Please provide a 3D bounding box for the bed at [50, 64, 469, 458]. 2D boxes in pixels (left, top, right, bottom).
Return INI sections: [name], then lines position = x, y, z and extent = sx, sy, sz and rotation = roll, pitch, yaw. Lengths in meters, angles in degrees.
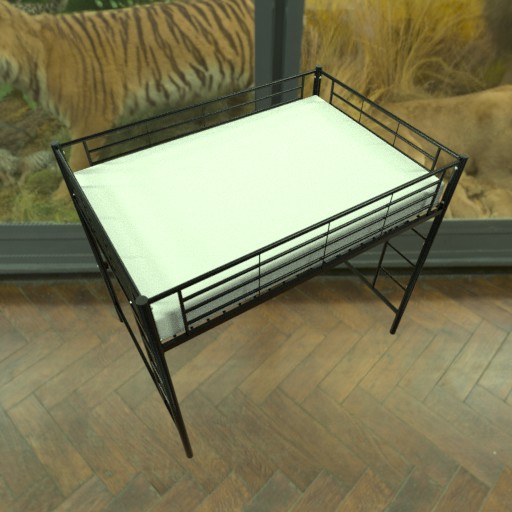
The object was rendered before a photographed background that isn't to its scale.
[bed]
position = 0.000, 0.000, 3.207
extent = 1.994, 1.803, 1.397
rotation = -24, 52, -21
